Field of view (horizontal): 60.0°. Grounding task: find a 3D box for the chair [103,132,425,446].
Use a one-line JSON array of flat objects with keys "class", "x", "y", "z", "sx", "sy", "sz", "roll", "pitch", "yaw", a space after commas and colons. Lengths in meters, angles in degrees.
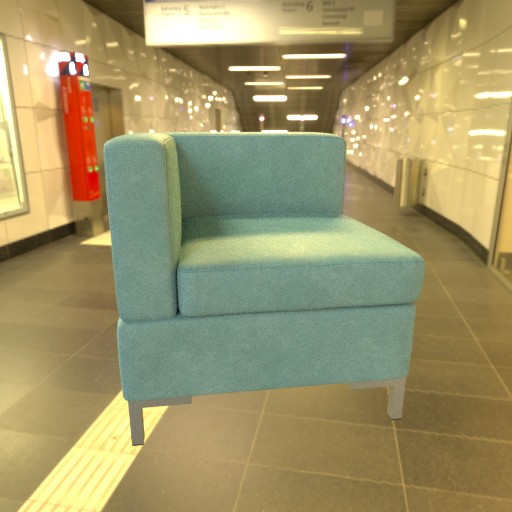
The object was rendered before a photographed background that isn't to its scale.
[{"class": "chair", "x": 0.000, "y": 0.000, "z": 1.230, "sx": 0.680, "sy": 0.660, "sz": 0.680, "roll": -2, "pitch": 16, "yaw": -8}]
